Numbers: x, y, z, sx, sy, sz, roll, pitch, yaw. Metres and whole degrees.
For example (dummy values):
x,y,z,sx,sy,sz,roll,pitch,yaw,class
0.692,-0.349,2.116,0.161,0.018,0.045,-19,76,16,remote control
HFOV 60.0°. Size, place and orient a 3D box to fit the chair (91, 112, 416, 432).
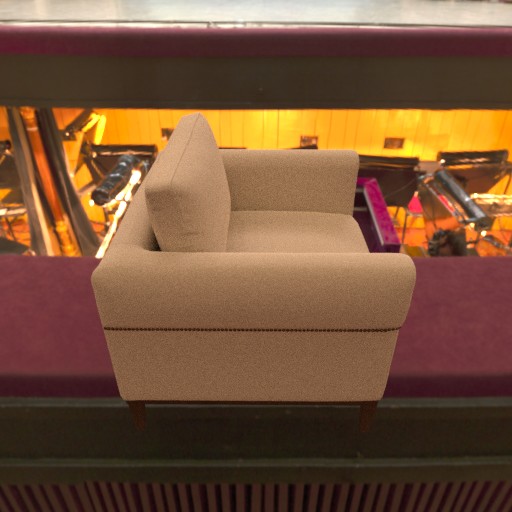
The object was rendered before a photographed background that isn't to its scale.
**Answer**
x,y,z,sx,sy,sz,roll,pitch,yaw,class
0.000,0.000,1.710,0.896,0.915,0.982,0,33,0,chair
